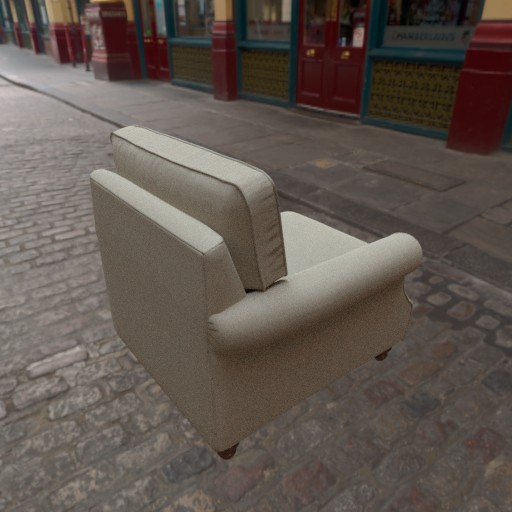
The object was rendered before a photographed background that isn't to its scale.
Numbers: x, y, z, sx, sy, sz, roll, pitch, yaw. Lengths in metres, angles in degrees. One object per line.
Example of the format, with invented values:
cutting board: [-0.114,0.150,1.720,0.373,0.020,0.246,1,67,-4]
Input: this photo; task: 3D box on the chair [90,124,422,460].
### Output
chair: [0.000,0.000,1.745,0.966,0.967,1.029,-19,33,-33]
